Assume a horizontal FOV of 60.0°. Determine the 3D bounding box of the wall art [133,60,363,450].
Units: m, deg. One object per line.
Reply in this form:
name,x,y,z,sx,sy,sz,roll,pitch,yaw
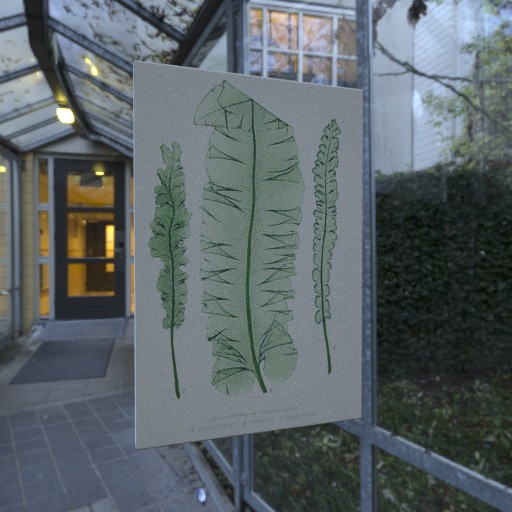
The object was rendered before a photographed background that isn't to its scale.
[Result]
wall art,0.000,0.000,1.154,0.610,0.914,0.038,0,1,-19
